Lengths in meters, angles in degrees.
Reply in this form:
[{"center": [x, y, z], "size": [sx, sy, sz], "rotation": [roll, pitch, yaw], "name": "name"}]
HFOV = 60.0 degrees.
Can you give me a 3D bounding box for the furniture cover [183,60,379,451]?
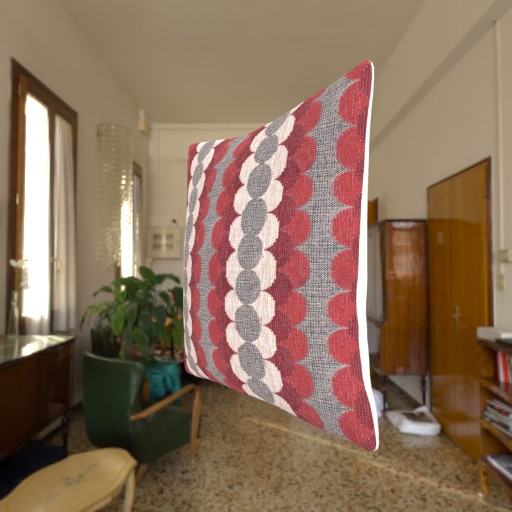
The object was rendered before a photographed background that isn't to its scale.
[{"center": [0.000, 0.000, 0.643], "size": [0.145, 0.420, 0.435], "rotation": [1, -2, -35], "name": "furniture cover"}]
